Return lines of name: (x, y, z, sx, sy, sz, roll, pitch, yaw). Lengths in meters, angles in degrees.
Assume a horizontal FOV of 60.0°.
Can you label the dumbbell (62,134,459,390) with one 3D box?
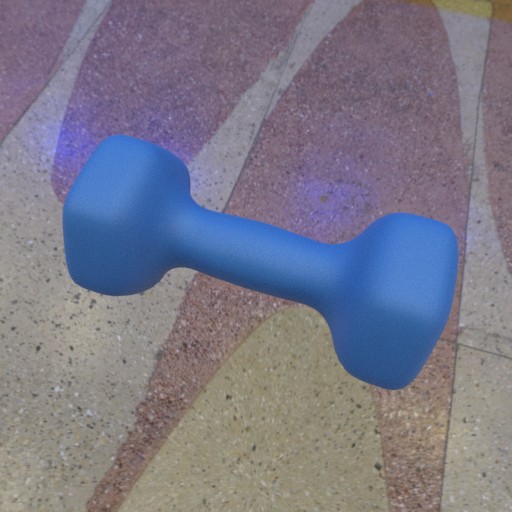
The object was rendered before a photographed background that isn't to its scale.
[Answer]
dumbbell: (0.000, 0.000, 0.260, 0.212, 0.093, 0.103, 17, 64, 9)
